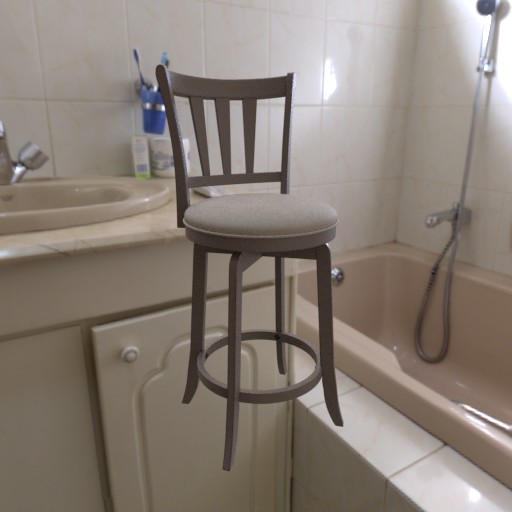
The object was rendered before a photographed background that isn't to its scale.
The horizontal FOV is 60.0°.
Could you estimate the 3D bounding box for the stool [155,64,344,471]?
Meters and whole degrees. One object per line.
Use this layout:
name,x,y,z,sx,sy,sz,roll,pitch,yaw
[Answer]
stool,0.000,0.000,1.274,0.436,1.023,0.475,-9,19,-27
